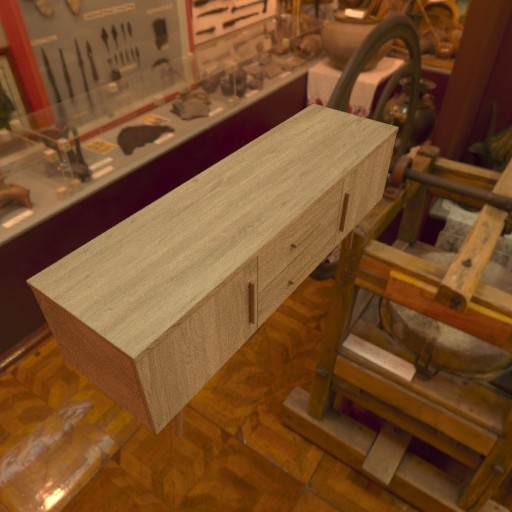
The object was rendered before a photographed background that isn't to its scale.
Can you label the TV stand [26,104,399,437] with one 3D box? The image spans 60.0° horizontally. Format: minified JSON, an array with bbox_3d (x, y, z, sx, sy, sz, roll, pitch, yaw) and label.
[{"bbox_3d":[0.000,0.000,1.550,0.401,0.565,1.313,26,48,27],"label":"TV stand"}]
